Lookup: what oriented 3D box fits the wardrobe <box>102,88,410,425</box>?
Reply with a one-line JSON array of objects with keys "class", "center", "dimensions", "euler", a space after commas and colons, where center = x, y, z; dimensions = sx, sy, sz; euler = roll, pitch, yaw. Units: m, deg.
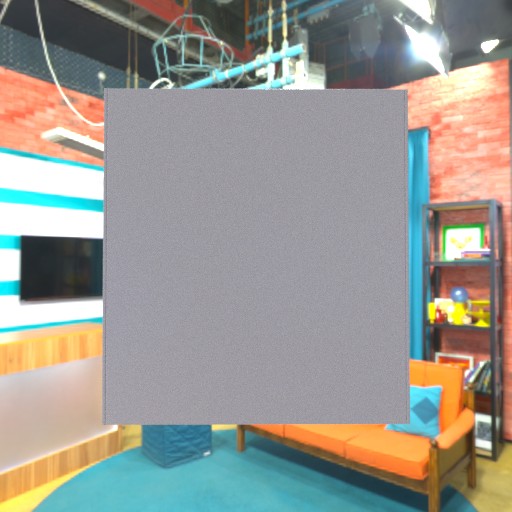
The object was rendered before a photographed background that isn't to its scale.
[{"class": "wardrobe", "center": [0.000, 0.000, 2.891], "dimensions": [1.780, 1.960, 0.629], "euler": [0, -1, 0]}]
